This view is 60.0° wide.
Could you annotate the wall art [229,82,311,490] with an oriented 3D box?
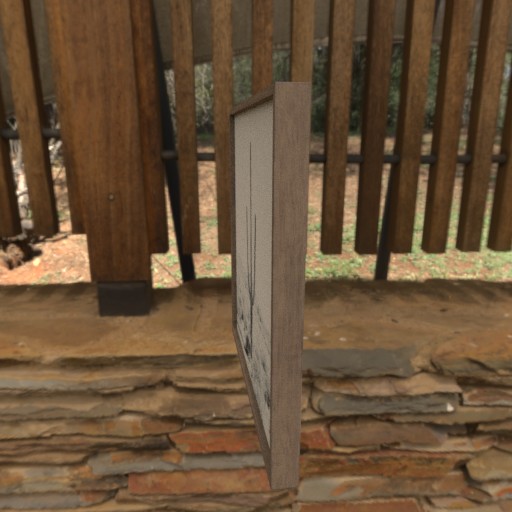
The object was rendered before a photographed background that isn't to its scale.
[{"bbox_3d":[0.000,0.000,0.767,0.038,0.508,0.508,-2,15,-8],"label":"wall art"}]
